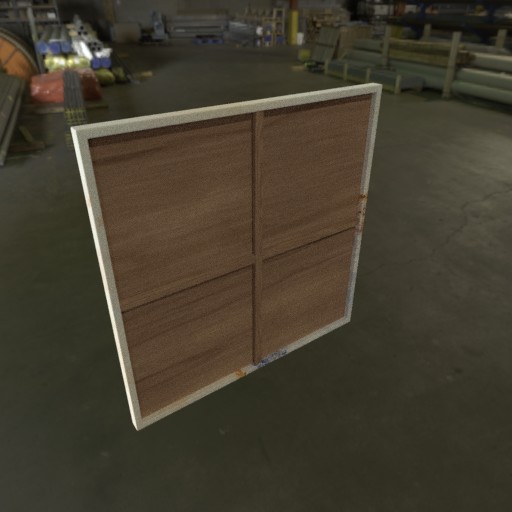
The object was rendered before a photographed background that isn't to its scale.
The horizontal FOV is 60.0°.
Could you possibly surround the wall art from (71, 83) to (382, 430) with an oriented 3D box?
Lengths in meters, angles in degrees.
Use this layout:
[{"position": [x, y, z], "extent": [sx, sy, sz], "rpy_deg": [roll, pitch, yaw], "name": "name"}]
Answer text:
[{"position": [0.000, 0.000, 1.325], "extent": [0.889, 0.889, 0.038], "rpy_deg": [-20, 36, -30], "name": "wall art"}]
